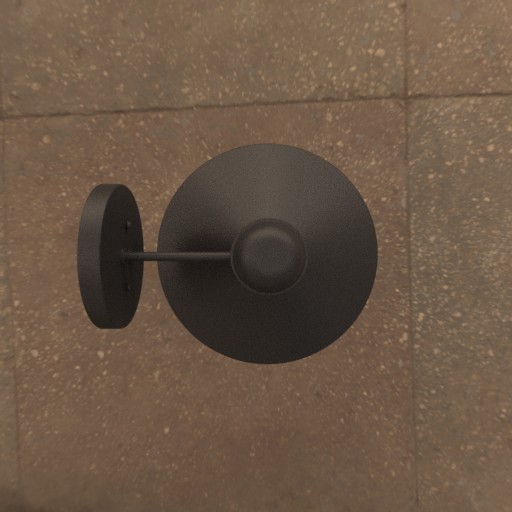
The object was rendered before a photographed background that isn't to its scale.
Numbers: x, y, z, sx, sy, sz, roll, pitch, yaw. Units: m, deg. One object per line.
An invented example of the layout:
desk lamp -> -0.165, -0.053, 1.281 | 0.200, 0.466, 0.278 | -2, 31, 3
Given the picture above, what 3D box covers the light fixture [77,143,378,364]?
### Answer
light fixture -> 0.000, 0.000, 0.669 | 0.434, 0.265, 0.396 | 0, 91, 1
